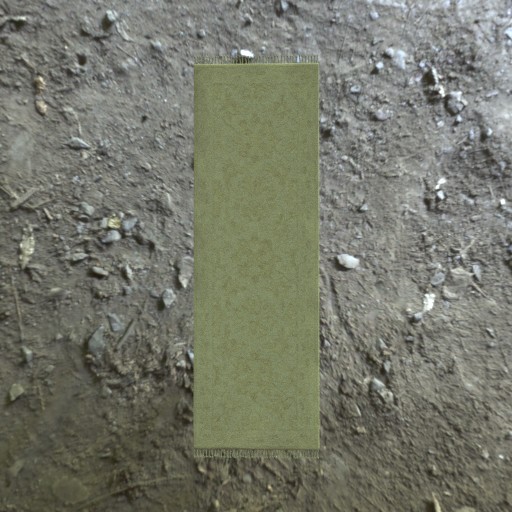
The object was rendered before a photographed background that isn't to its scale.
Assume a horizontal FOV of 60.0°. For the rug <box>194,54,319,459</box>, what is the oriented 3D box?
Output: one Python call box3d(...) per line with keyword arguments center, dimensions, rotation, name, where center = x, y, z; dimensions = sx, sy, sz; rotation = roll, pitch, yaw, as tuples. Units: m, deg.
box3d(center=(0.000, 0.000, 2.804), dimensions=(0.795, 0.015, 2.544), rotation=(0, 90, 1), name="rug")
